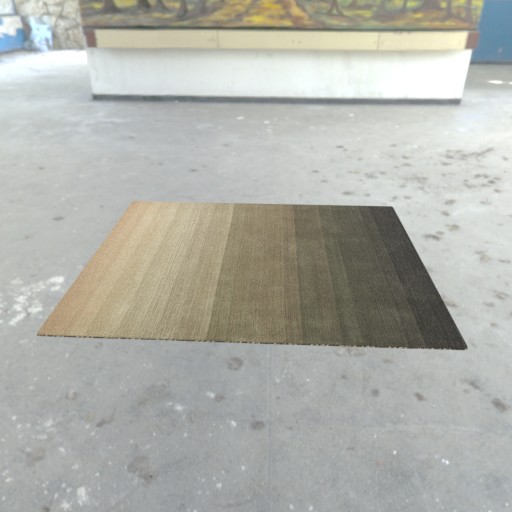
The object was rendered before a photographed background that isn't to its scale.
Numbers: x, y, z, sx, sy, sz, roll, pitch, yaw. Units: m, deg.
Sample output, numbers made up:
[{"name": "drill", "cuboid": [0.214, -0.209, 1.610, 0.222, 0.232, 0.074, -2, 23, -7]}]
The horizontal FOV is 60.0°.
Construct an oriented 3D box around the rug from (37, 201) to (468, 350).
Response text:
[{"name": "rug", "cuboid": [0.000, 0.000, 3.945, 2.902, 0.017, 2.305, 1, 30, 2]}]
